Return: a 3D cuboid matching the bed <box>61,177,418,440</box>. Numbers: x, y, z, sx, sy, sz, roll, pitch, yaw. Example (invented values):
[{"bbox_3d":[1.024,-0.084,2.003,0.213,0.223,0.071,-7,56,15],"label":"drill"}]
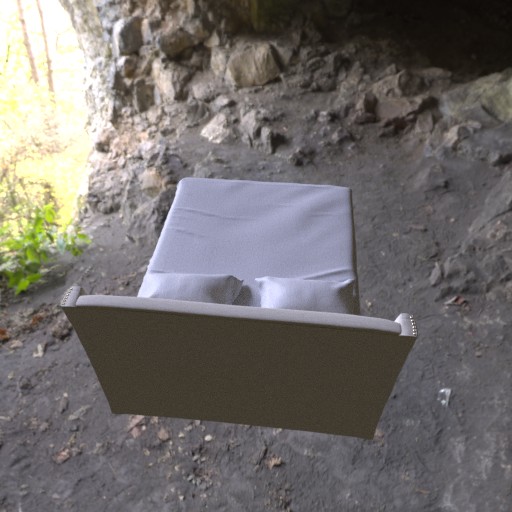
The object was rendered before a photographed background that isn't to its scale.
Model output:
[{"bbox_3d":[0.000,0.000,3.564,1.925,1.332,2.276,4,45,4],"label":"bed"}]
